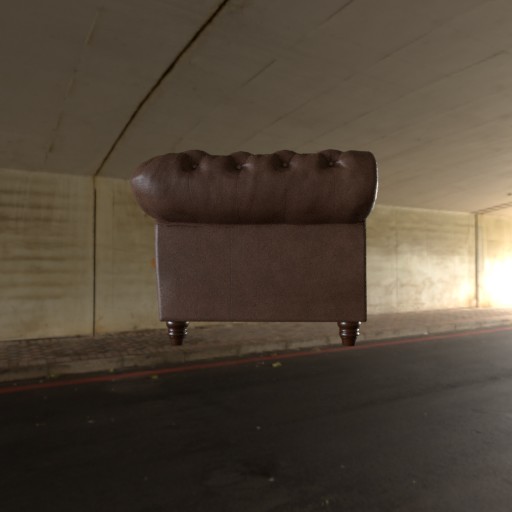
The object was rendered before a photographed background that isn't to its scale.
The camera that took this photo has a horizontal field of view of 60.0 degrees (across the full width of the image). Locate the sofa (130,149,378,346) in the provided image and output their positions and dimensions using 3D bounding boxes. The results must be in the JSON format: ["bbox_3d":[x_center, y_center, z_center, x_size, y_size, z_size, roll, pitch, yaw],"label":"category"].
[{"bbox_3d":[0.000,0.000,2.758,0.944,0.783,2.385,0,-2,1],"label":"sofa"}]
